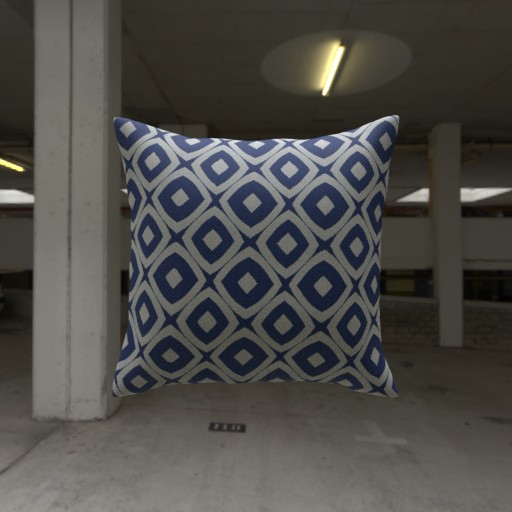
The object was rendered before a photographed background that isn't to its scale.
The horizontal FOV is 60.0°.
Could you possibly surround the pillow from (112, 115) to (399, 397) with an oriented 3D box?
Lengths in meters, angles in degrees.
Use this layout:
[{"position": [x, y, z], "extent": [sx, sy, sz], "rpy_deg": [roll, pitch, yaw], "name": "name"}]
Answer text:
[{"position": [0.000, 0.000, 0.780], "extent": [0.504, 0.494, 0.188], "rpy_deg": [0, -1, 0], "name": "pillow"}]
